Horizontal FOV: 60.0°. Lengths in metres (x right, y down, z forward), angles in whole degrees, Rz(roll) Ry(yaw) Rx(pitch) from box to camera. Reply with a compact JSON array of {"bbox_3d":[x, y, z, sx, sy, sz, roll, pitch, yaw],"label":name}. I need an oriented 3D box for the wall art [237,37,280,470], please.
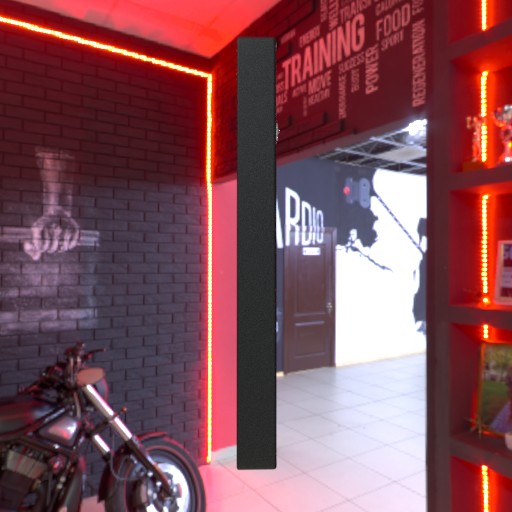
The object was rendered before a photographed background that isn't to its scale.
[{"bbox_3d":[0.000,0.000,0.616,0.041,0.407,0.406,0,-1,-1],"label":"wall art"}]
